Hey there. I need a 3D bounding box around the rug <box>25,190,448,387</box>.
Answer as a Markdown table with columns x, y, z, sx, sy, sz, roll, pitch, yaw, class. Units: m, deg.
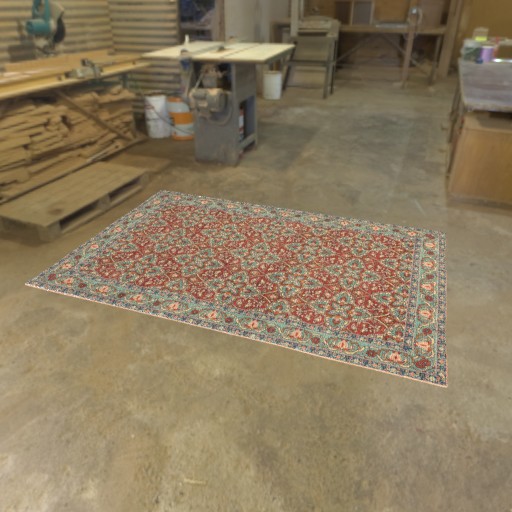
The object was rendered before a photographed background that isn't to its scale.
| x | y | z | sx | sy | sz | roll | pitch | yaw | class |
| --- | --- | --- | --- | --- | --- | --- | --- | --- | --- |
| 0.000 | 0.000 | 2.265 | 1.829 | 0.009 | 1.219 | 10 | 32 | 17 | rug |
